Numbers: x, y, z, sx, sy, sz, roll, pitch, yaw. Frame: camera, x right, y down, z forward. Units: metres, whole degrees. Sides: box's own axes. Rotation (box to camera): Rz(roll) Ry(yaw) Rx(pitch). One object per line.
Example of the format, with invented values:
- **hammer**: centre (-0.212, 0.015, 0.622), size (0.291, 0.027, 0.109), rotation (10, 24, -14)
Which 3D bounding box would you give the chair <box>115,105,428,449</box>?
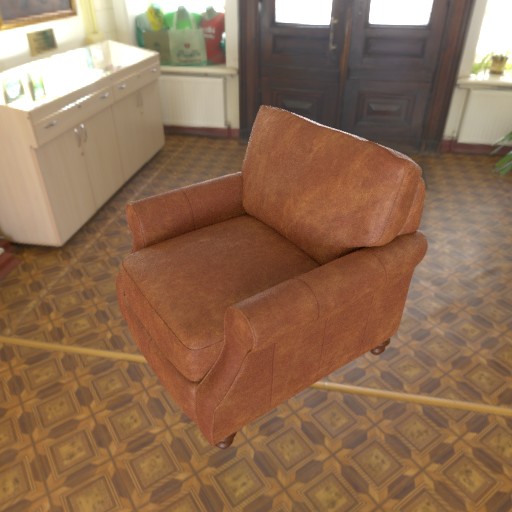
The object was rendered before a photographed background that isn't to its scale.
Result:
- **chair**: centre (0.000, 0.000, 1.776), size (0.986, 0.962, 0.983), rotation (-21, 39, -29)
